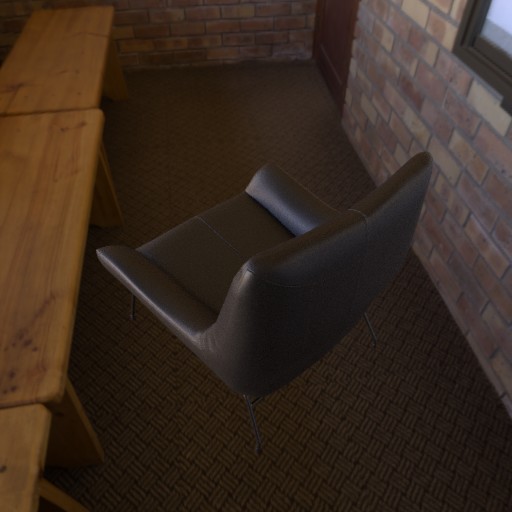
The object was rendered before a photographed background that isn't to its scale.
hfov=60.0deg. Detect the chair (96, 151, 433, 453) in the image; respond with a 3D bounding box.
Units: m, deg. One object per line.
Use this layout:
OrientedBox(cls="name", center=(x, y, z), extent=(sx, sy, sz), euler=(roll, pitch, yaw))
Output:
OrientedBox(cls="chair", center=(0.000, 0.000, 1.556), extent=(0.836, 0.922, 0.826), euler=(-32, 54, -27))
